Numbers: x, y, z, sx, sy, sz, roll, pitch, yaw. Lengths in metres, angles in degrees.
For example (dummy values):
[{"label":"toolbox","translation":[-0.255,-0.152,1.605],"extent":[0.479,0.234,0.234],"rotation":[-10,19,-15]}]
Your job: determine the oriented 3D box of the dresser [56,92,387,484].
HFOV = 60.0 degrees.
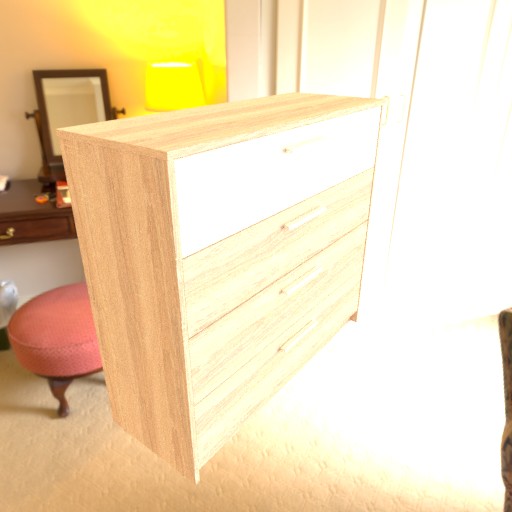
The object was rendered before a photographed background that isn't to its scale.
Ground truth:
[{"label":"dresser","translation":[0.000,0.000,1.436],"extent":[0.380,0.900,0.980],"rotation":[19,32,33]}]
